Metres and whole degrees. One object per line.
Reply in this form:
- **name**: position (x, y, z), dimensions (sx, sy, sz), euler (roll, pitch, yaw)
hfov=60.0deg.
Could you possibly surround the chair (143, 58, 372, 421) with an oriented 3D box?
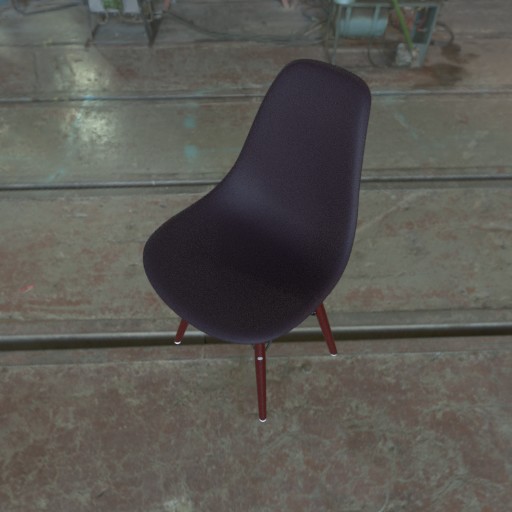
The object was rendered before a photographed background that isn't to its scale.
- **chair**: position (0.000, 0.000, 1.156), dimensions (0.470, 0.826, 0.533), euler (34, 55, 28)
